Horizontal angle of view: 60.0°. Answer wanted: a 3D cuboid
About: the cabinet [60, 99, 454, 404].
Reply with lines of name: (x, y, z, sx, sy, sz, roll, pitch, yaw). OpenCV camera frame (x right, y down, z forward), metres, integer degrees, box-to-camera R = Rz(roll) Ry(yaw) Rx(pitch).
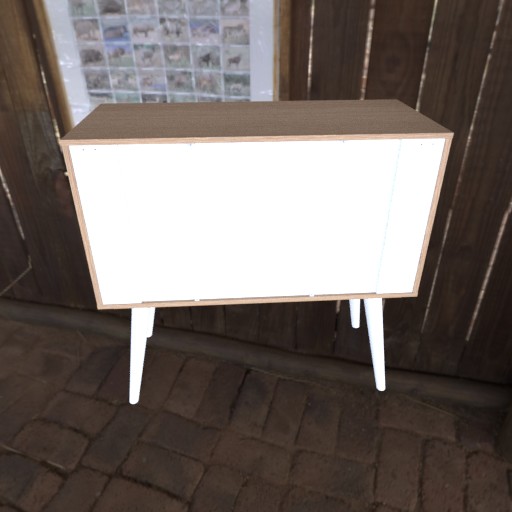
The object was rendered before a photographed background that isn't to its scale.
cabinet: (0.000, 0.000, 1.644, 1.057, 1.016, 0.470, -2, 30, -3)
